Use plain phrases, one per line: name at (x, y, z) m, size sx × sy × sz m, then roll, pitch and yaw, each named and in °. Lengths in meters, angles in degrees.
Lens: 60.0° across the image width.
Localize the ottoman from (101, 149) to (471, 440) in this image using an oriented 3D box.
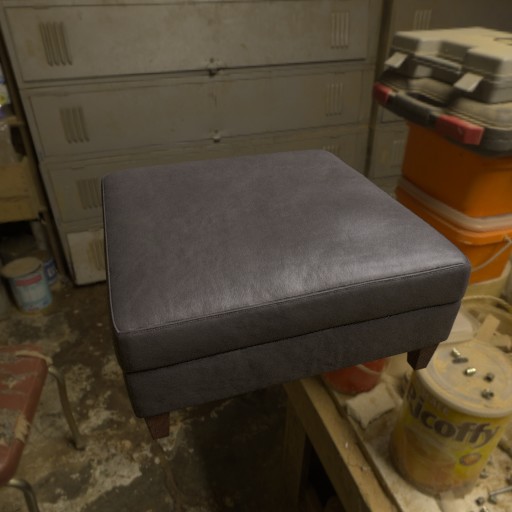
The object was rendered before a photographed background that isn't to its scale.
ottoman at (0.000, 0.000, 1.325) m, size 0.836 × 0.415 × 0.844 m, roll -10°, pitch 34°, yaw -15°
